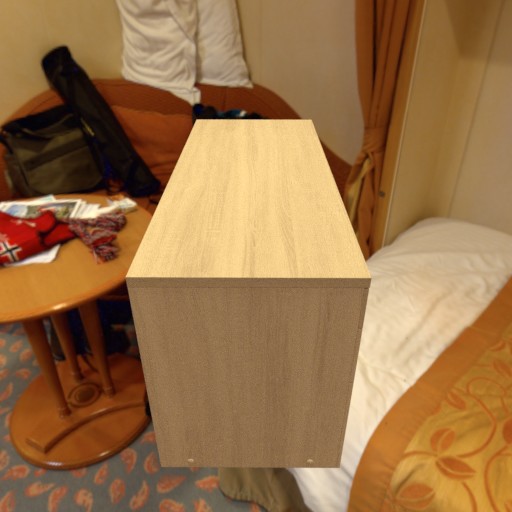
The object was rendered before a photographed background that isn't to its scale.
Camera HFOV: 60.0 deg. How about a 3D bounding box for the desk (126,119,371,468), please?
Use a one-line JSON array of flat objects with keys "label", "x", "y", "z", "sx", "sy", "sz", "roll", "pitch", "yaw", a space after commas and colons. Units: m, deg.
[{"label": "desk", "x": 0.000, "y": 0.000, "z": 1.813, "sx": 0.600, "sy": 0.740, "sz": 1.390, "roll": 0, "pitch": 32, "yaw": 0}]
